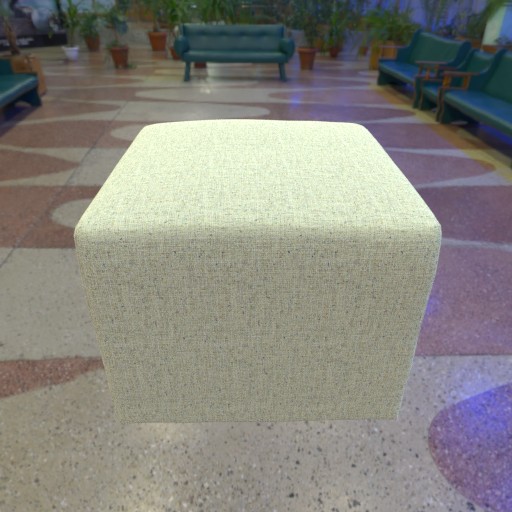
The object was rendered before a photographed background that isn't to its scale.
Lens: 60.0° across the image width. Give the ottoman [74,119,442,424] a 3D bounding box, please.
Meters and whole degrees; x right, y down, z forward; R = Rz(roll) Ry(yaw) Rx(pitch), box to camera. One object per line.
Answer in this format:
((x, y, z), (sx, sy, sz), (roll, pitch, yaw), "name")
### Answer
((0.000, 0.000, 0.900), (0.512, 0.453, 0.521), (-1, 32, -1), "ottoman")
